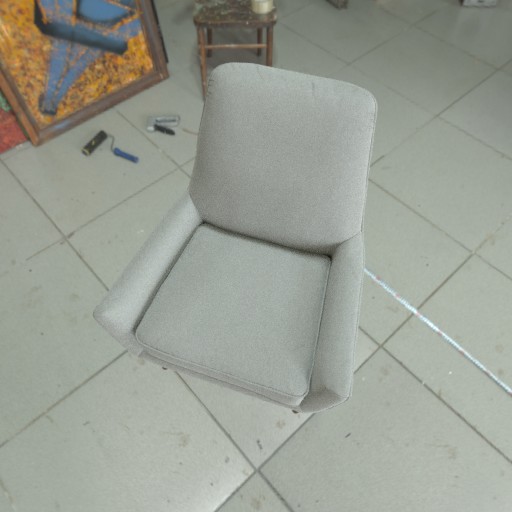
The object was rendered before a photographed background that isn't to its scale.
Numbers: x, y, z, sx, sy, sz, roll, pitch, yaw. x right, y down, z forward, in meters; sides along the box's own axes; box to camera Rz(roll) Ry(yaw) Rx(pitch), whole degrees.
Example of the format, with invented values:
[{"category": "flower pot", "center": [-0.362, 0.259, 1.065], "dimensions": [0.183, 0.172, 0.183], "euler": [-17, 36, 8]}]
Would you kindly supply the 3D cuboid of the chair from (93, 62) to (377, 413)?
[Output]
[{"category": "chair", "center": [0.000, 0.000, 1.486], "dimensions": [0.787, 0.888, 0.822], "euler": [15, 58, 10]}]
